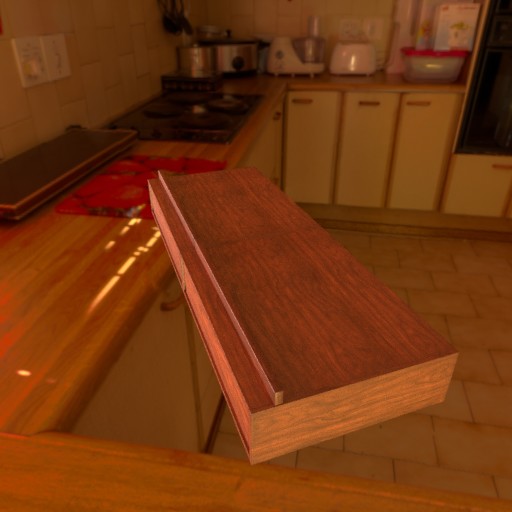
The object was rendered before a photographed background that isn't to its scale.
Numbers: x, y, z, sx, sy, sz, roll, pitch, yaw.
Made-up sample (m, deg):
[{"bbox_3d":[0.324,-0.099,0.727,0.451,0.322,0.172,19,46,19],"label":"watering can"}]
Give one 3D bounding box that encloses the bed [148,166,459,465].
[{"bbox_3d":[0.000,0.000,2.309,0.787,0.326,2.057,-11,32,-17],"label":"bed"}]
